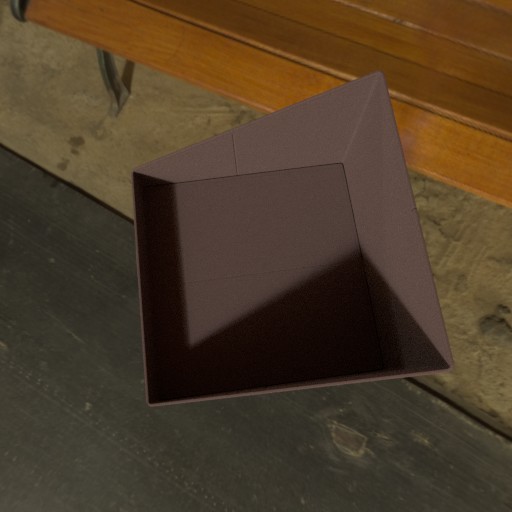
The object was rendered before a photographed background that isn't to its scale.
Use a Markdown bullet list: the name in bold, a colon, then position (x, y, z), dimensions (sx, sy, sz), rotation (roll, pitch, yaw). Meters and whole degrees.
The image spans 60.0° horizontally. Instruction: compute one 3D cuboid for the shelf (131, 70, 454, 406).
- **shelf**: position (0.000, 0.000, 0.496), dimensions (0.292, 0.210, 0.292), rotation (-7, 75, -2)
